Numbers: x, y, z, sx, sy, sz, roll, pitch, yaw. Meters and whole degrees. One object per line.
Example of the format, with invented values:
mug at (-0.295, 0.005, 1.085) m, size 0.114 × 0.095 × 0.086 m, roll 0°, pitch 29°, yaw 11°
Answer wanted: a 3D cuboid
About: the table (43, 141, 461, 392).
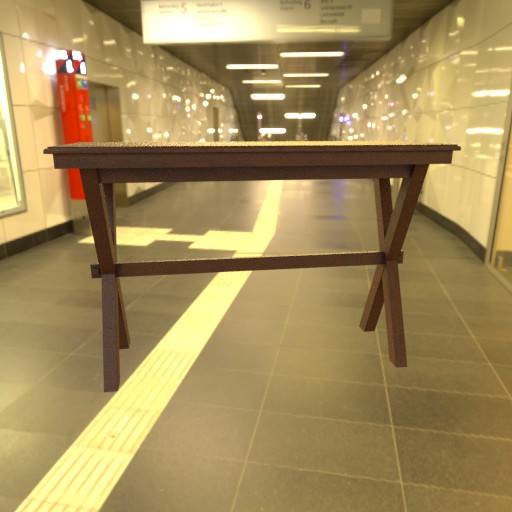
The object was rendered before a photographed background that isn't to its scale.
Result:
table at (0.000, 0.000, 1.549) m, size 1.197 × 0.763 × 0.399 m, roll -2°, pitch 16°, yaw -8°
